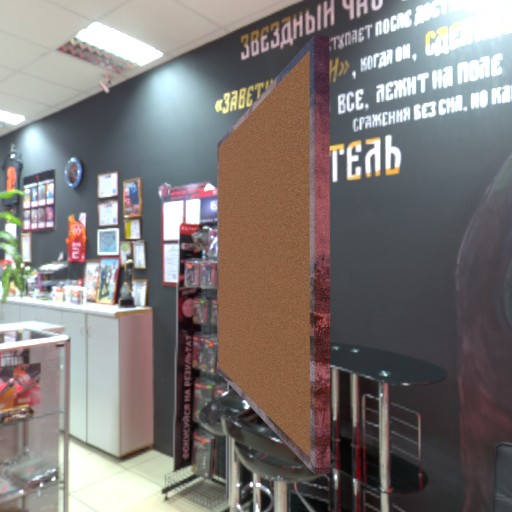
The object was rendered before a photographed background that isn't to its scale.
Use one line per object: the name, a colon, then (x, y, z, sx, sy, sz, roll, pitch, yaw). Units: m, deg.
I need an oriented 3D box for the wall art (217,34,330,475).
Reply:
wall art: (0.000, 0.000, 1.508, 0.040, 1.020, 1.010, 0, -1, -18)
